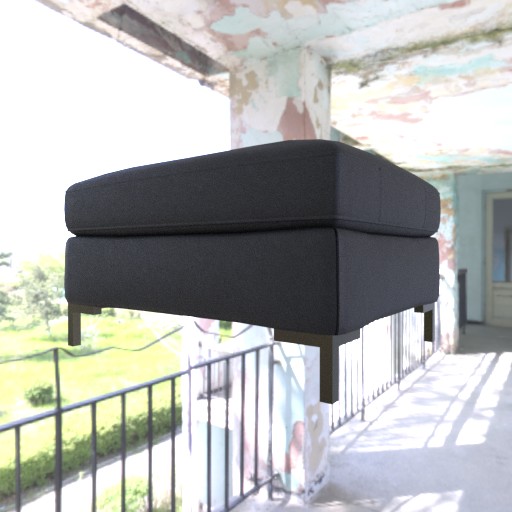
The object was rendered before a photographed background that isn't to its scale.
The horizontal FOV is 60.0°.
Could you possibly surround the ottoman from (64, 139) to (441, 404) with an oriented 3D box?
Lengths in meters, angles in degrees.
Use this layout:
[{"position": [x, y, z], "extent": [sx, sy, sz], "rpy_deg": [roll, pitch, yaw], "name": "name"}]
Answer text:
[{"position": [0.000, 0.000, 1.768], "extent": [1.187, 0.696, 0.967], "rpy_deg": [0, 1, 36], "name": "ottoman"}]
